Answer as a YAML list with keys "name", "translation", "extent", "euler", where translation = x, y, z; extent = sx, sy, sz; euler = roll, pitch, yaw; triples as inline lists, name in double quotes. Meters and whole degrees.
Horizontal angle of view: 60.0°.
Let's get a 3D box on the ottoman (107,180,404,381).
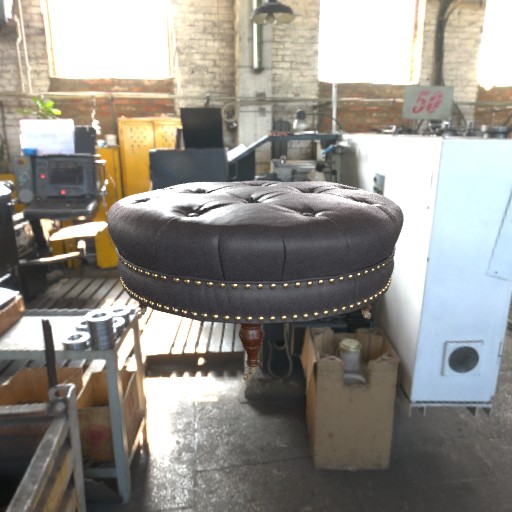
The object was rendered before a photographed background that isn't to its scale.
- name: "ottoman"
  translation: [0.000, 0.000, 1.435]
  extent: [0.901, 0.439, 0.901]
  euler: [0, 16, 0]
